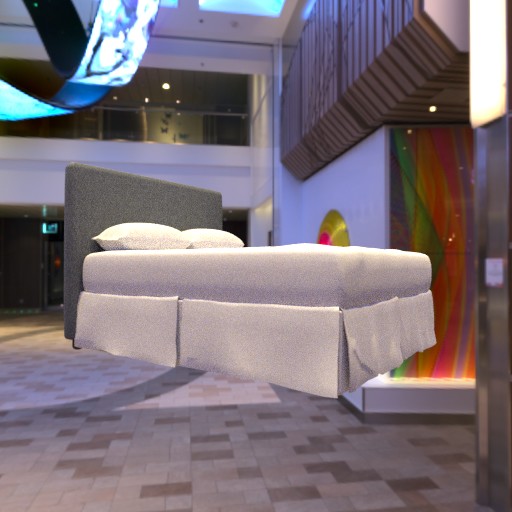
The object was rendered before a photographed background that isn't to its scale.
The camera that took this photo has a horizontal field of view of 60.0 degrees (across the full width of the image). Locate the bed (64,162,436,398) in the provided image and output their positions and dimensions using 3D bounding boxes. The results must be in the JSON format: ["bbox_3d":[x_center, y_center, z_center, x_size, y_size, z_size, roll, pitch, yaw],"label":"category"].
[{"bbox_3d":[0.000,0.000,3.201,2.142,1.330,1.723,-1,-1,35],"label":"bed"}]
